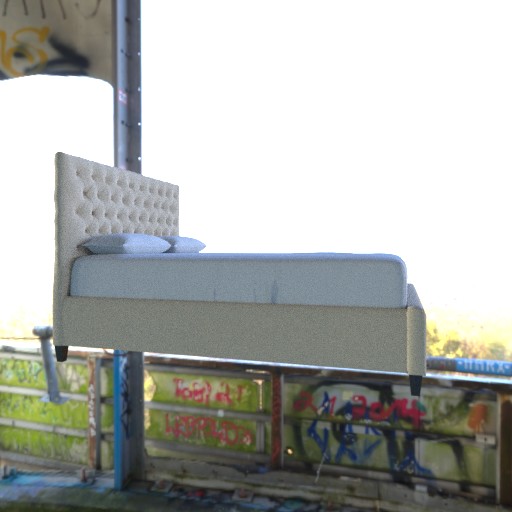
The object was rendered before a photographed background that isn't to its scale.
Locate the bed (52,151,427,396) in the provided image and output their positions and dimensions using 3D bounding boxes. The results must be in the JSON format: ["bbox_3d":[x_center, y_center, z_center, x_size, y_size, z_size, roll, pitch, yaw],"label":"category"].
[{"bbox_3d":[0.000,0.000,3.432,2.387,1.427,1.698,0,1,18],"label":"bed"}]
